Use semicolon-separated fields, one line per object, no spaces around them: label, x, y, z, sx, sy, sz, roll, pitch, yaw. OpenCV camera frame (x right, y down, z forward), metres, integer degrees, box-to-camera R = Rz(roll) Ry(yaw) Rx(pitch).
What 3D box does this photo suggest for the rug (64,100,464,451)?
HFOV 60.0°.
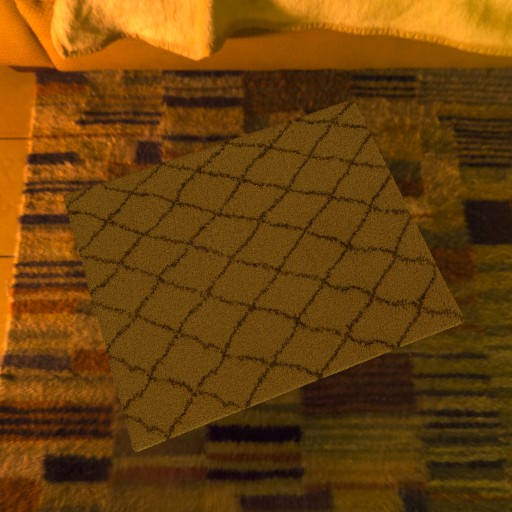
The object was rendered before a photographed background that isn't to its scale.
rug;0.000;0.000;4.092;3.047;0.029;2.438;-20;75;-6
